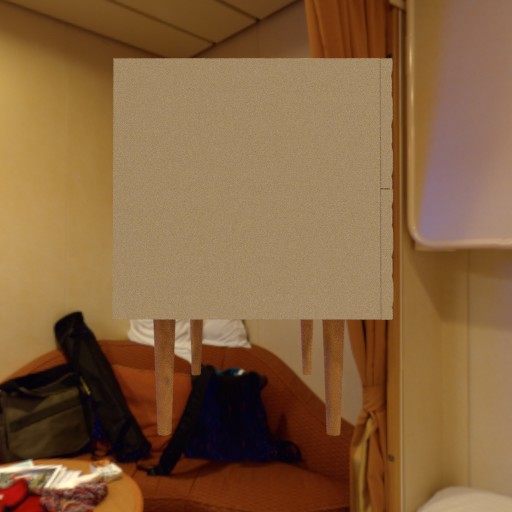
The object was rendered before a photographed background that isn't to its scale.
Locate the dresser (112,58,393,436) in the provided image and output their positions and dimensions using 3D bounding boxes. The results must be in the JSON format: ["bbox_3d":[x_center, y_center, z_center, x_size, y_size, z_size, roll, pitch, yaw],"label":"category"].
[{"bbox_3d":[0.000,0.000,0.891,0.414,0.568,0.503,0,-1,0],"label":"dresser"}]
